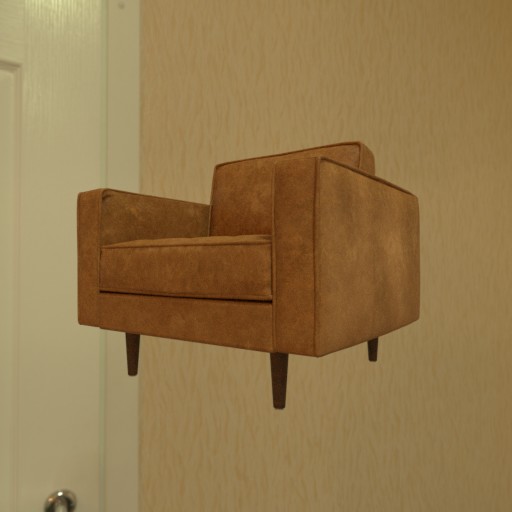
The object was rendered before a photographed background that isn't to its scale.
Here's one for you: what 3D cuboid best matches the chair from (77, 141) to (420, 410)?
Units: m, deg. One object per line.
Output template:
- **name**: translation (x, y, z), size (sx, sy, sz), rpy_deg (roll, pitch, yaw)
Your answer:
- **chair**: translation (0.000, 0.000, 1.500), size (0.928, 0.767, 0.798), rpy_deg (-1, -1, 35)
